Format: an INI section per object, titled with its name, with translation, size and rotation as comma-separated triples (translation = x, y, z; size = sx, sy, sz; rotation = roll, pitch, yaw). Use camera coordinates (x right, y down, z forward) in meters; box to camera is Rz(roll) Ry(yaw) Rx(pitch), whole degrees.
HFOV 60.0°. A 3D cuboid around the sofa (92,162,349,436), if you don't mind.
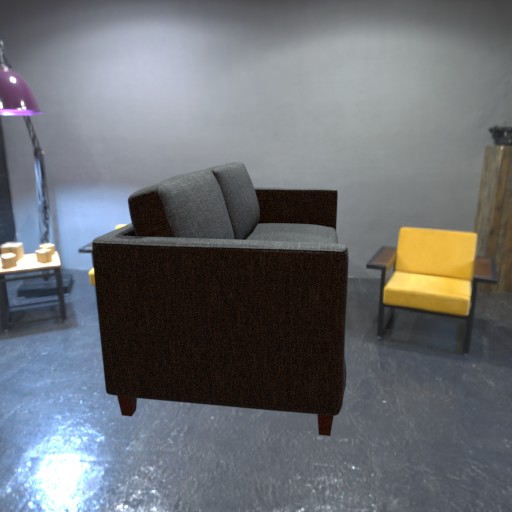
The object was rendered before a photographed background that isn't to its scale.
[sofa]
translation = 0.000, 0.000, 2.474
size = 0.950, 0.963, 1.884
rotation = 2, 15, 9
